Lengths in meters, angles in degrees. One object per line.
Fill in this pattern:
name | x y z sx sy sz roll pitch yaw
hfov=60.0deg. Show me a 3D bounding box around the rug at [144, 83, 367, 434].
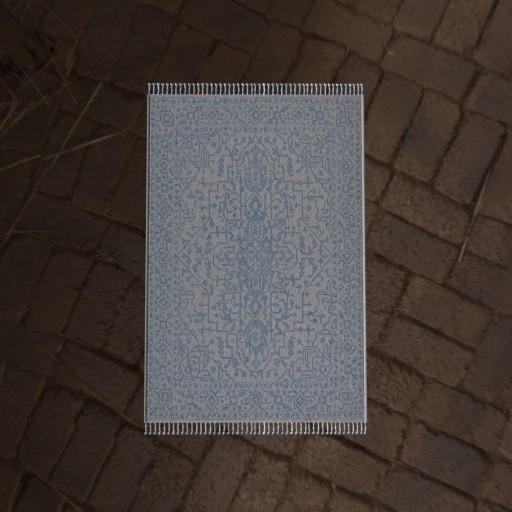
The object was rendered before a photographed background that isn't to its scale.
rug | 0.000 0.000 3.080 1.524 0.010 2.438 0 88 0
